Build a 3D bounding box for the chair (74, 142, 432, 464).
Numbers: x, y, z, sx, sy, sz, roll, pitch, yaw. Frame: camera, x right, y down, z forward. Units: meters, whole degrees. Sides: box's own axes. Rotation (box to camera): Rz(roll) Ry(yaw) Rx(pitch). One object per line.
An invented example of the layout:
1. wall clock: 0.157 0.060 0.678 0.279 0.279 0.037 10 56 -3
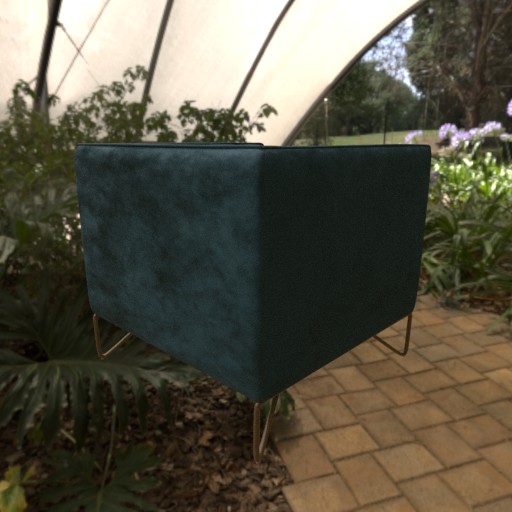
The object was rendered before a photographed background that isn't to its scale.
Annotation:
1. chair: 0.000 0.000 1.592 0.880 0.790 0.894 14 20 42
